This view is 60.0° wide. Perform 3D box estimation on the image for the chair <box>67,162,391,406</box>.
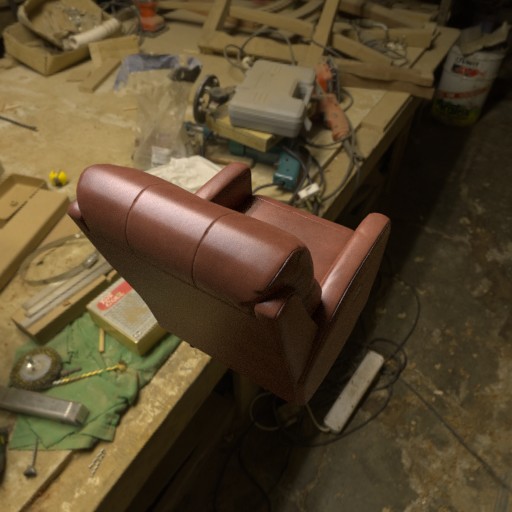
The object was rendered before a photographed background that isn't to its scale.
[{"bbox_3d":[0.000,0.000,1.701,0.787,1.016,0.939,25,51,22],"label":"chair"}]
